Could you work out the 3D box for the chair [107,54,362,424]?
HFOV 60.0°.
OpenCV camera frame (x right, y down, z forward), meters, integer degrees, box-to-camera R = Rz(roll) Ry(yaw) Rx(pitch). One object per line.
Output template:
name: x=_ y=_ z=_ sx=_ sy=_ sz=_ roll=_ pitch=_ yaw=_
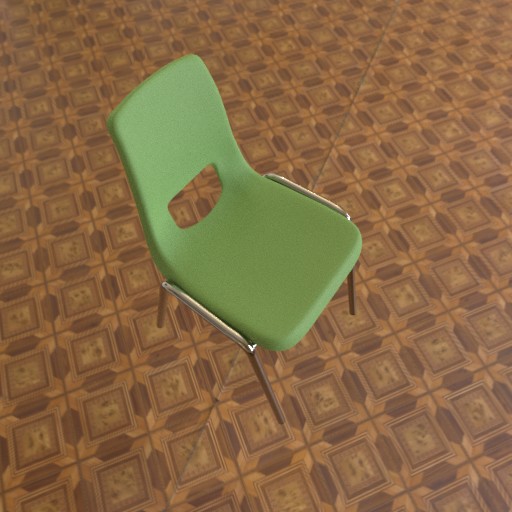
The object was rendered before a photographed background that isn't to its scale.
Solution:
chair: x=0.000 y=0.000 z=0.947 sx=0.436 sy=0.704 sz=0.381 roll=32 pitch=64 yaw=18
